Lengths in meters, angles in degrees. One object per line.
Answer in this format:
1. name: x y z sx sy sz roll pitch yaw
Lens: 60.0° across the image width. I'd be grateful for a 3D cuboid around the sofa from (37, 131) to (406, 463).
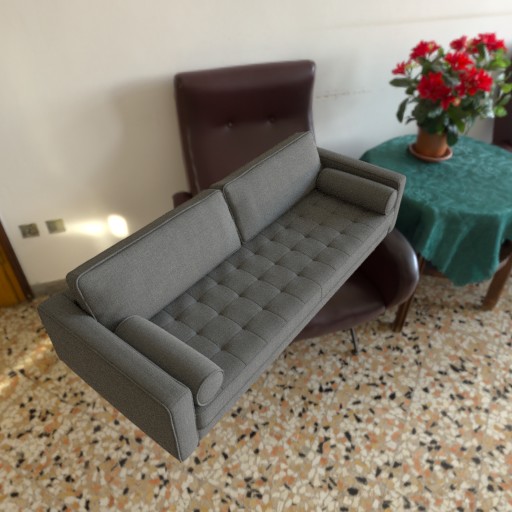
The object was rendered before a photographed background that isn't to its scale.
1. sofa: 0.000 0.000 2.622 0.914 0.762 2.198 26 47 28
